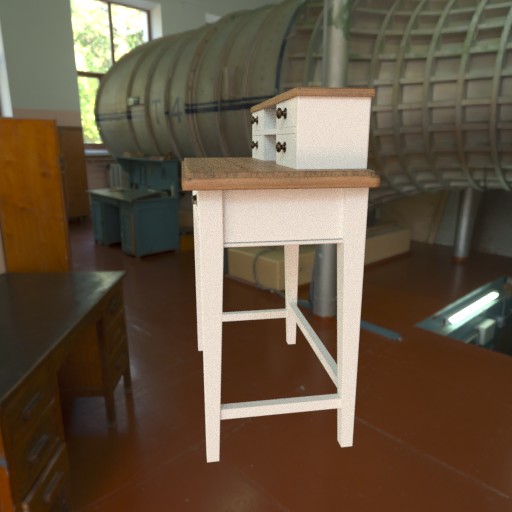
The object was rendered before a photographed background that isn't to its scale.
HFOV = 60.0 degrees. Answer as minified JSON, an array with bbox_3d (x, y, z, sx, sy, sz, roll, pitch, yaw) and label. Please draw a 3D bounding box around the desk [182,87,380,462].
[{"bbox_3d":[0.000,0.000,1.470,0.462,0.981,0.814,-2,15,-9],"label":"desk"}]
